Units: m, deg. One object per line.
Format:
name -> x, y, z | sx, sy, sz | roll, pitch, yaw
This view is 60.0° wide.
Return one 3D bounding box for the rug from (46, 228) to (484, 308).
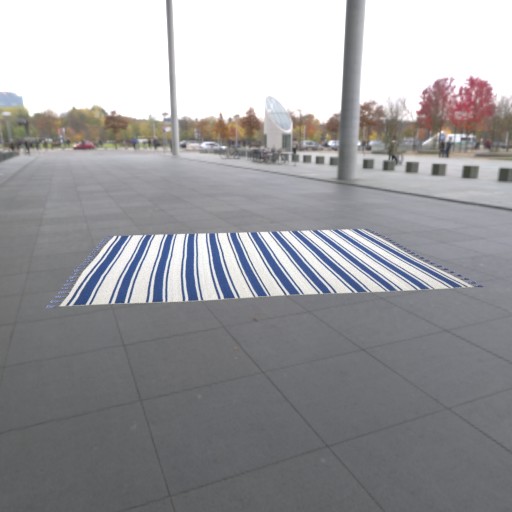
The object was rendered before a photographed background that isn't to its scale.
rug -> 0.000, 0.000, 4.532 | 3.416, 0.016, 2.471 | -2, 15, -8
